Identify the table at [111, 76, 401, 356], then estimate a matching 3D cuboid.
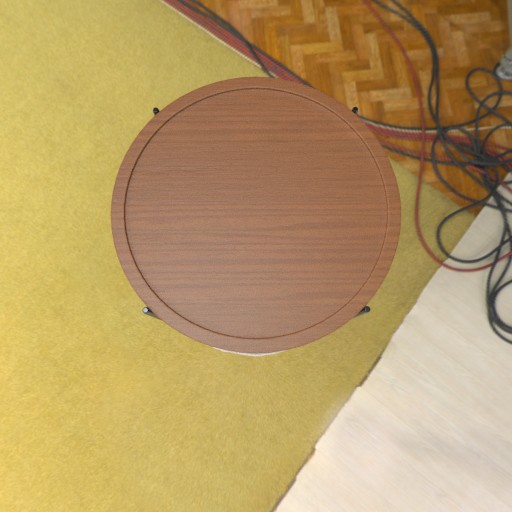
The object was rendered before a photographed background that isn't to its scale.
[{"bbox_3d":[0.000,0.000,0.891,0.393,0.623,0.393,0,77,0],"label":"table"}]
